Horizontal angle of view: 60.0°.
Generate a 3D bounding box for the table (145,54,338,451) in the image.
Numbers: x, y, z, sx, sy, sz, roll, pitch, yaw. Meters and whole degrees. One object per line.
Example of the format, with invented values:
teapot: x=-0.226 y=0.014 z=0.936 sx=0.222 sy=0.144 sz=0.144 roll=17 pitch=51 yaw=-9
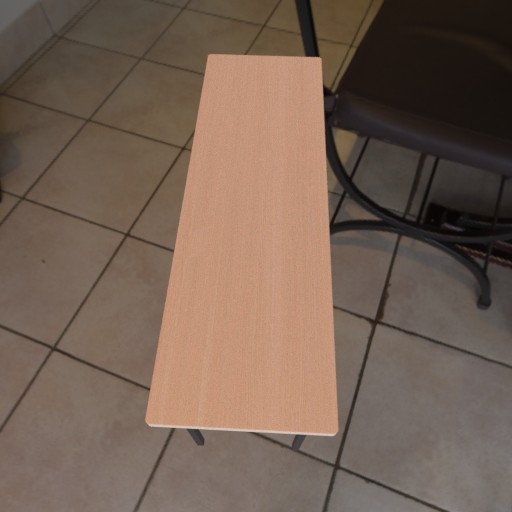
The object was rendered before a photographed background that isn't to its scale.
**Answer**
table: x=0.000 y=0.000 z=1.702 sx=0.447 sy=0.750 sz=1.397 roll=2 pitch=58 yaw=1
